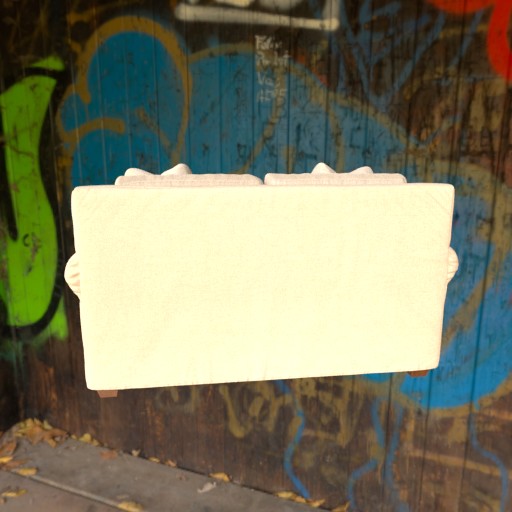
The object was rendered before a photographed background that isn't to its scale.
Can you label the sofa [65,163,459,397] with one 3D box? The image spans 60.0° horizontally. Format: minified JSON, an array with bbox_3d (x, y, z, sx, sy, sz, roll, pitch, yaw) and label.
[{"bbox_3d":[0.000,0.000,2.195,1.550,0.905,1.070,-2,12,-7],"label":"sofa"}]
